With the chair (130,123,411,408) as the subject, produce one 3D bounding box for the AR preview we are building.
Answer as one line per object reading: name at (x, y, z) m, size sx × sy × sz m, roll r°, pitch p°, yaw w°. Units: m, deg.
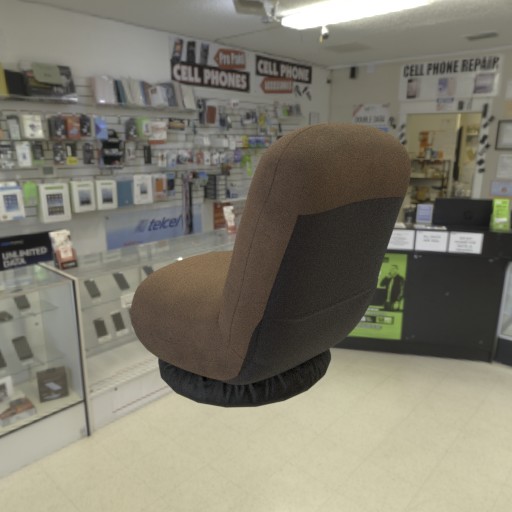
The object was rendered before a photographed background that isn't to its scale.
chair at (0.000, 0.000, 1.055) m, size 0.597 × 0.594 × 0.521 m, roll 14°, pitch 20°, yaw 43°
